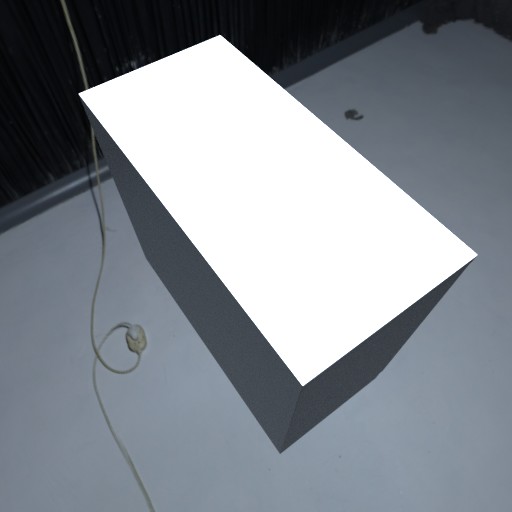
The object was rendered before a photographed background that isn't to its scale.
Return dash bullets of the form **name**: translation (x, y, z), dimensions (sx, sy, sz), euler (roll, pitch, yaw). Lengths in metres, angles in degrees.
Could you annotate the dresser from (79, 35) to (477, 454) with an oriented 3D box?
- **dresser**: translation (0.000, 0.000, 1.232), dimensions (0.420, 0.740, 0.830), euler (-31, 64, -18)
